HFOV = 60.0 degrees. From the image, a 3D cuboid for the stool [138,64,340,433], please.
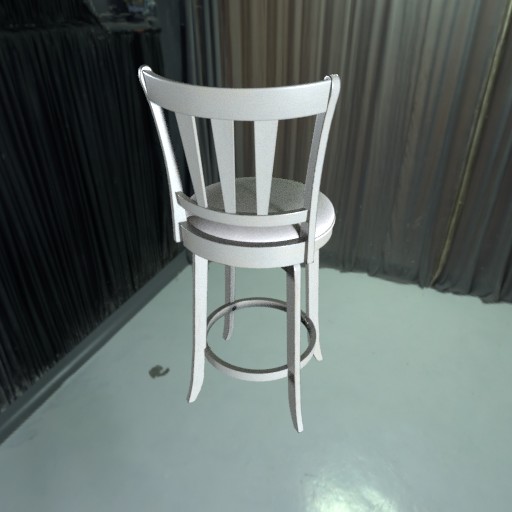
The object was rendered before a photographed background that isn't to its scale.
[{"bbox_3d":[0.000,0.000,1.281,0.436,1.042,0.475,10,32,15],"label":"stool"}]
